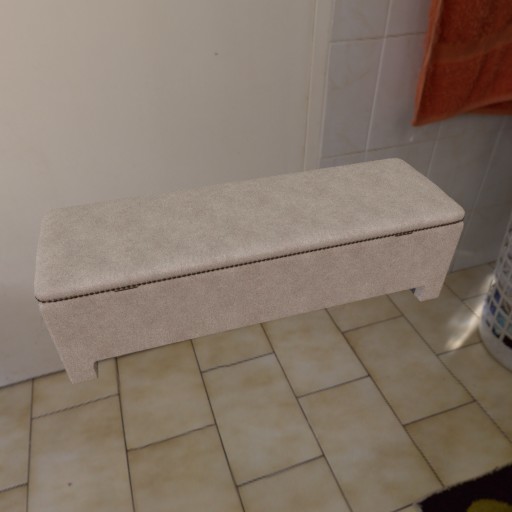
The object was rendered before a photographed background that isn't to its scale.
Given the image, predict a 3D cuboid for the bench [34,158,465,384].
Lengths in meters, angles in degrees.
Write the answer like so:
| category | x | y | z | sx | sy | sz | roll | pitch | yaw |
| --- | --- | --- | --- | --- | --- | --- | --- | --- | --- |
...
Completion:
| category | x | y | z | sx | sy | sz | roll | pitch | yaw |
| --- | --- | --- | --- | --- | --- | --- | --- | --- | --- |
| bench | 0.000 | 0.000 | 1.722 | 1.482 | 0.447 | 0.470 | -11 | 40 | -13 |
